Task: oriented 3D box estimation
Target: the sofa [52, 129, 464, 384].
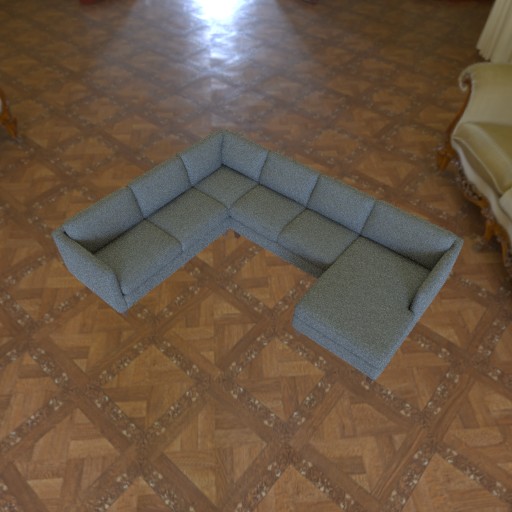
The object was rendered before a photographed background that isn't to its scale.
[{"bbox_3d":[0.000,0.000,4.537,3.238,0.853,2.551,31,54,26],"label":"sofa"}]
